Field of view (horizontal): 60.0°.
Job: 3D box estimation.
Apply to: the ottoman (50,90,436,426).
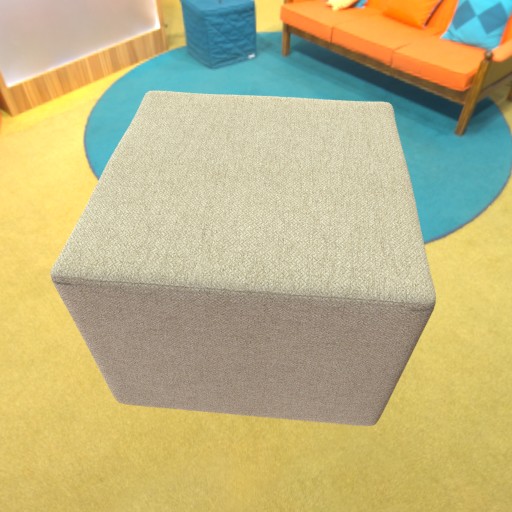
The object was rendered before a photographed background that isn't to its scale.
[{"bbox_3d":[0.000,0.000,0.860,0.508,0.432,0.508,4,47,4],"label":"ottoman"}]
